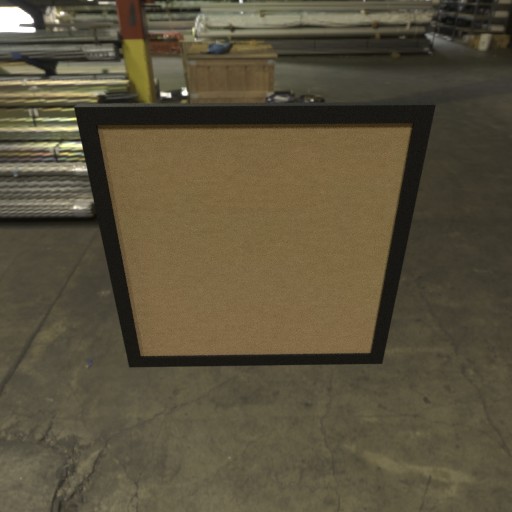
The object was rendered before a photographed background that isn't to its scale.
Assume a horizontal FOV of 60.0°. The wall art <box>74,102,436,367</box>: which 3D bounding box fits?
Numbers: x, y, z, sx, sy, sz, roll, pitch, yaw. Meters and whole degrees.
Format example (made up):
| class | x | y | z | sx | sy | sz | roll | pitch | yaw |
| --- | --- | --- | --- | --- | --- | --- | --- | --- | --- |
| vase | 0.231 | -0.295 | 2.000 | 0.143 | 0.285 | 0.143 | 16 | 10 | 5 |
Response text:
| class | x | y | z | sx | sy | sz | roll | pitch | yaw |
| --- | --- | --- | --- | --- | --- | --- | --- | --- | --- |
| wall art | 0.000 | 0.000 | 0.535 | 0.356 | 0.356 | 0.013 | -1 | 32 | -1 |
